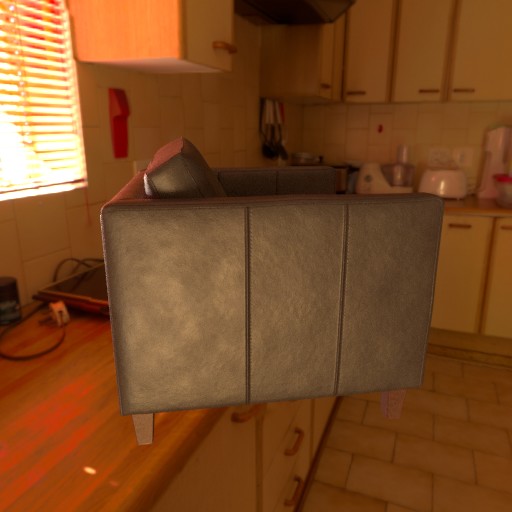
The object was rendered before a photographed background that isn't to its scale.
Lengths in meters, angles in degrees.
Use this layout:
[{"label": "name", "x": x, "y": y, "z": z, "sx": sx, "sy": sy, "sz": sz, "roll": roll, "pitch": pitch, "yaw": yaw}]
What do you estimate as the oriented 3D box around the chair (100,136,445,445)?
[{"label": "chair", "x": 0.000, "y": 0.000, "z": 1.566, "sx": 0.862, "sy": 0.811, "sz": 0.939, "roll": -2, "pitch": 16, "yaw": -9}]
